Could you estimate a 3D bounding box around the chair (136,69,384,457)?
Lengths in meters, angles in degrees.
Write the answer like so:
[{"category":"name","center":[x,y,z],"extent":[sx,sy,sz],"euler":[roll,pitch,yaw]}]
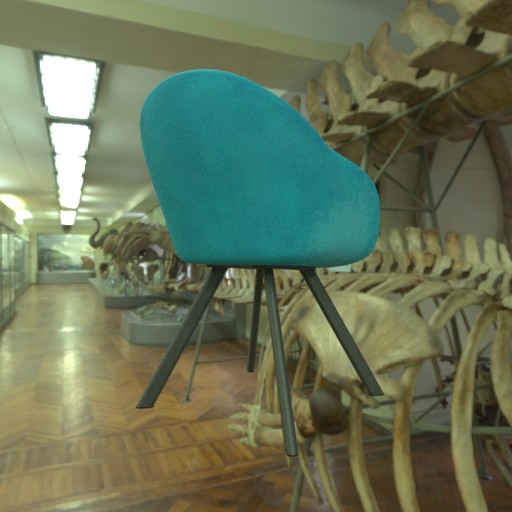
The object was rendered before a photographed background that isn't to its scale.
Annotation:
[{"category":"chair","center":[0.000,0.000,1.184],"extent":[0.550,0.795,0.590],"euler":[0,0,36]}]
